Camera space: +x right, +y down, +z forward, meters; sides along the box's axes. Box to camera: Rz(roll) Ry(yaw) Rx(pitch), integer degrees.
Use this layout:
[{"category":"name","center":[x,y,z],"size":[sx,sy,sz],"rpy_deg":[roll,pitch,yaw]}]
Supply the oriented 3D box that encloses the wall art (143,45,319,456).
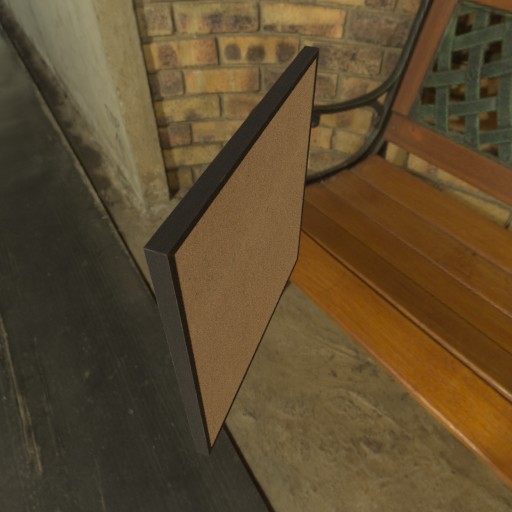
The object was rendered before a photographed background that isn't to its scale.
[{"category":"wall art","center":[0.000,0.000,1.131],"size":[0.038,0.762,0.762],"rpy_deg":[16,48,15]}]
